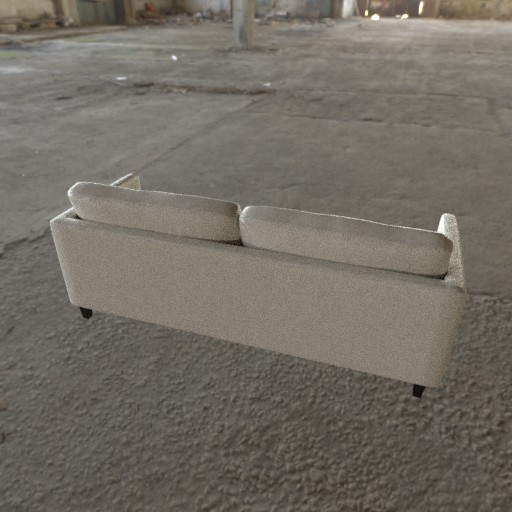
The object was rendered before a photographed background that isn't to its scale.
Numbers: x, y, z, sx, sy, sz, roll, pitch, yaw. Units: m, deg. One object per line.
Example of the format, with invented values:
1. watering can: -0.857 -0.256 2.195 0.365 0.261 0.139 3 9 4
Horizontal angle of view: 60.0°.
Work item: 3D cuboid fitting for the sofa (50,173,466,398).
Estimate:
1. sofa: 0.000 0.000 2.928 2.434 0.965 0.948 10 32 16
